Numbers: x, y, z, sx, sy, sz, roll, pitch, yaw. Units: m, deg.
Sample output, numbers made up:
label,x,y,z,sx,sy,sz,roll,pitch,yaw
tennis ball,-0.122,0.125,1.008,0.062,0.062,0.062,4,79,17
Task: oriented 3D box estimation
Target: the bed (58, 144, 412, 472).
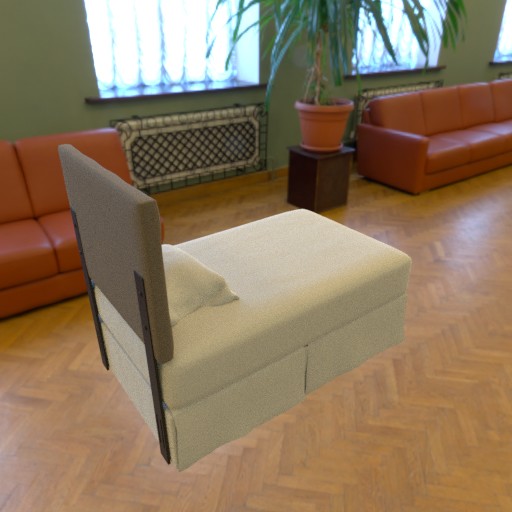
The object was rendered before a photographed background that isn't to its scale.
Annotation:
label,x,y,z,sx,sy,sz,roll,pitch,yaw
bed,0.000,0.000,2.985,1.997,1.571,1.261,-19,34,-32
